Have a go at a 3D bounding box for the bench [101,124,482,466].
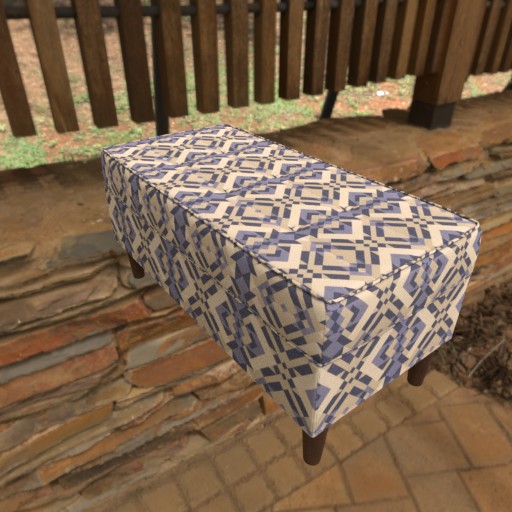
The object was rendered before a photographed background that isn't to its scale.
[{"bbox_3d":[0.000,0.000,1.275,0.492,0.477,1.016,-22,38,-31],"label":"bench"}]
